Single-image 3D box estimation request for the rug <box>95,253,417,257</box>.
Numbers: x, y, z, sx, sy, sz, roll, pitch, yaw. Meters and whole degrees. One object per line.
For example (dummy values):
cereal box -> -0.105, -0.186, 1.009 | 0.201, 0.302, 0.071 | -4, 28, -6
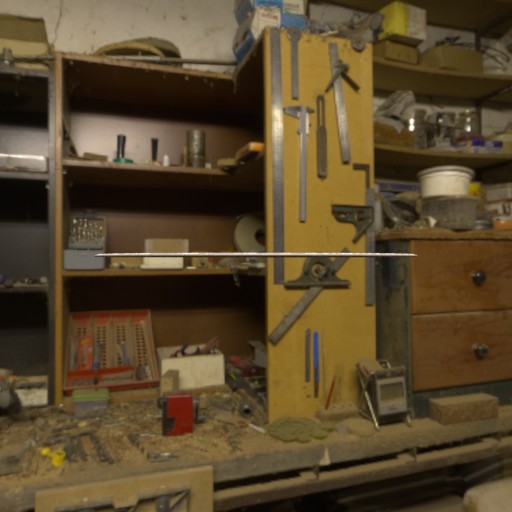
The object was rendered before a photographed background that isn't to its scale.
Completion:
rug -> 0.000, 0.000, 2.328 | 1.593, 0.012, 1.593 | 0, 0, 0
